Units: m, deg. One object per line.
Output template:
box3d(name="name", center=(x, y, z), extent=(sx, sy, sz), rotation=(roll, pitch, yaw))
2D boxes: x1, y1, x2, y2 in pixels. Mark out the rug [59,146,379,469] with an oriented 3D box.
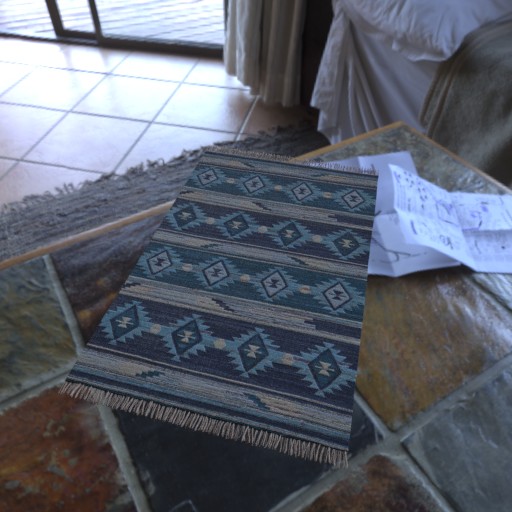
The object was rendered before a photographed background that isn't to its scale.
box3d(name="rug", center=(0.000, 0.000, 2.350), extent=(1.181, 0.028, 1.936), rotation=(11, 47, 10))
